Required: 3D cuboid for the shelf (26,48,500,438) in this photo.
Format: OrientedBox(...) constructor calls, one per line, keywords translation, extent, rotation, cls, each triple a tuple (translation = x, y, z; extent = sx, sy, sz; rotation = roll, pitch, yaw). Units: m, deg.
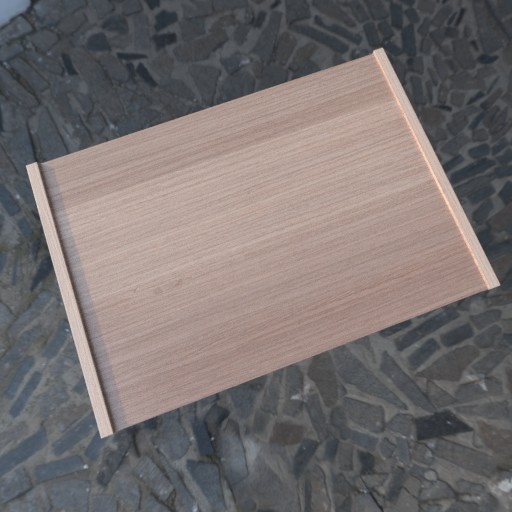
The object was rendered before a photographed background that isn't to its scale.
OrientedBox(translation=(0.000, 0.000, 0.605), extent=(0.415, 0.305, 0.290), rotation=(-20, 78, -4), cls="shelf")
